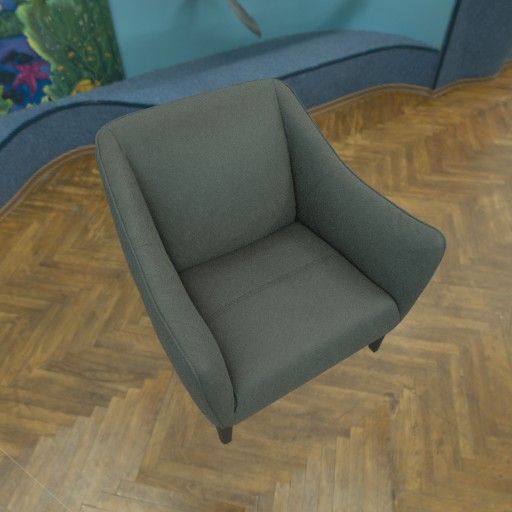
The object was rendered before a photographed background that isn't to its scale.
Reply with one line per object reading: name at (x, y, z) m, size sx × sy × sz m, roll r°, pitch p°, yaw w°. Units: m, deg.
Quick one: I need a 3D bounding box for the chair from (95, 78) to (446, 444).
chair at (0.000, 0.000, 1.546) m, size 0.871 × 0.830 × 0.852 m, roll -24°, pitch 51°, yaw -21°
